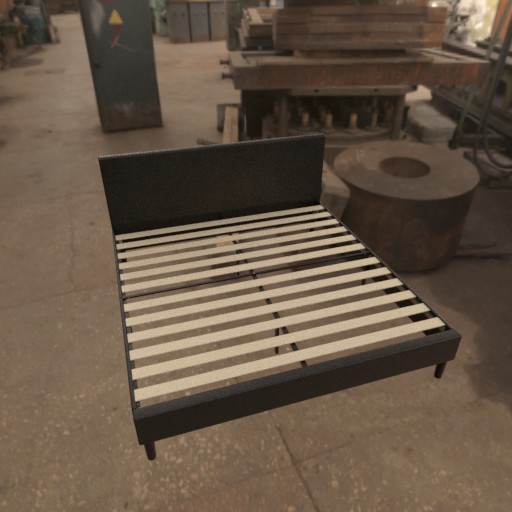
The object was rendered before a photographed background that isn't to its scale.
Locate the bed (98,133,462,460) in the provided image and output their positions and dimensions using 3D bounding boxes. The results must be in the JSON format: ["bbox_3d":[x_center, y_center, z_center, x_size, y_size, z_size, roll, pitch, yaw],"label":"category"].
[{"bbox_3d":[0.000,0.000,3.296,2.018,1.046,2.152,-10,33,-15],"label":"bed"}]
